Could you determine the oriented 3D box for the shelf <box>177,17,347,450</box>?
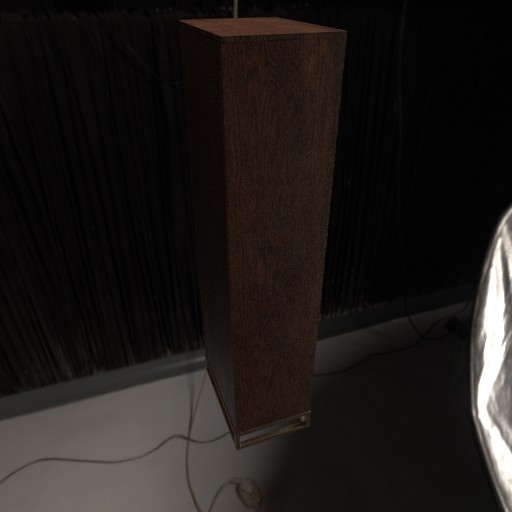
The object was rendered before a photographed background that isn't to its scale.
[{"bbox_3d":[0.000,0.000,1.866,0.395,1.732,0.539,-11,34,-17],"label":"shelf"}]
